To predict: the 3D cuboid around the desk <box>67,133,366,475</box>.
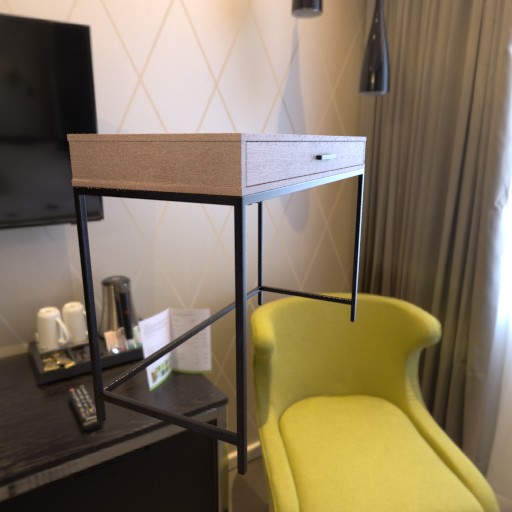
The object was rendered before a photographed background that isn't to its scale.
[{"bbox_3d":[0.000,0.000,1.458,0.470,0.762,1.016,7,16,26],"label":"desk"}]
